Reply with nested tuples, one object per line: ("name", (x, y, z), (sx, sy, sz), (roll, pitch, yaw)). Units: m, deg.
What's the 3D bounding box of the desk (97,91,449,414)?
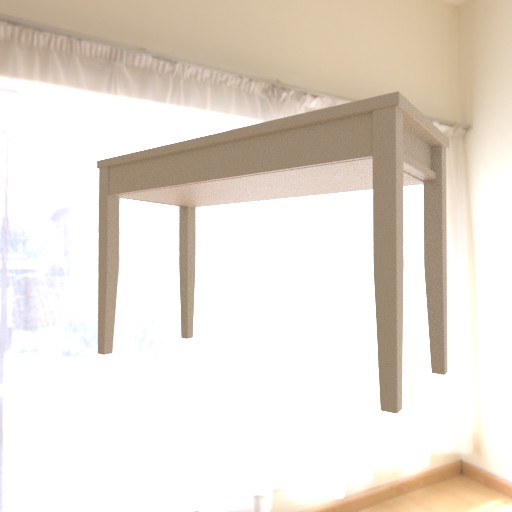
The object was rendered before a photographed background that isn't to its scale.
("desk", (0.000, 0.000, 1.620), (1.220, 0.775, 0.508), (-1, -1, 36))
